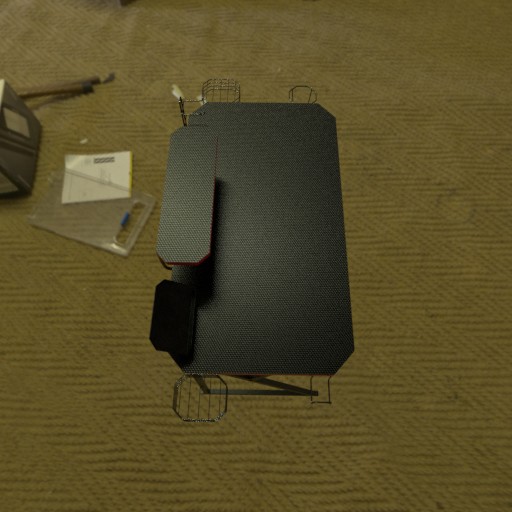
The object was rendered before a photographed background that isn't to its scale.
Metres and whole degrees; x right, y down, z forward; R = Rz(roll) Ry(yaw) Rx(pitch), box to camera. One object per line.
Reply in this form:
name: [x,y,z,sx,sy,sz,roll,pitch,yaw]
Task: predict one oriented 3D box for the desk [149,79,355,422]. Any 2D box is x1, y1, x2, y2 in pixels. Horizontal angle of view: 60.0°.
desk: [0.000,0.000,1.746,0.588,0.913,1.280,1,64,0]
